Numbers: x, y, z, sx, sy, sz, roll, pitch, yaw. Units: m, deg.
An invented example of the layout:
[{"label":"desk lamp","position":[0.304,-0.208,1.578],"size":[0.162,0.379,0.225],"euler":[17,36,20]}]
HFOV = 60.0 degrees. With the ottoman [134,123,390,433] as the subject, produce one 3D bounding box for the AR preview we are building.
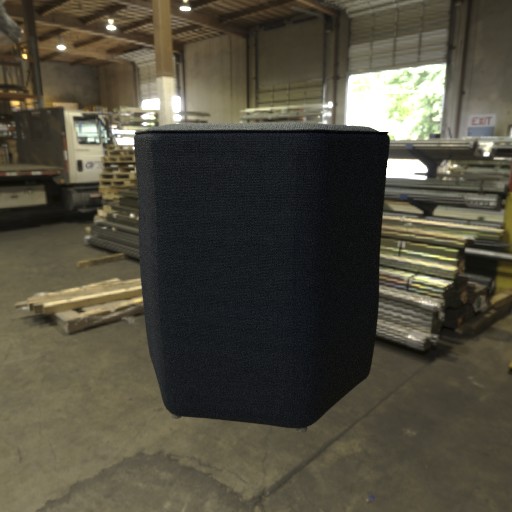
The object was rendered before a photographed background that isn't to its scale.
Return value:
[{"label":"ottoman","position":[0.000,0.000,0.898],"size":[0.454,0.505,0.492],"euler":[14,20,42]}]
